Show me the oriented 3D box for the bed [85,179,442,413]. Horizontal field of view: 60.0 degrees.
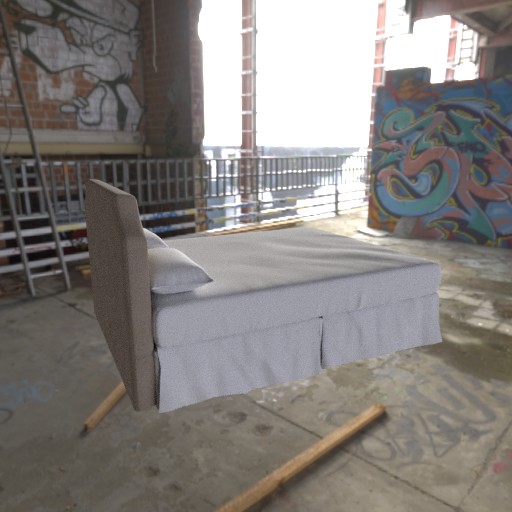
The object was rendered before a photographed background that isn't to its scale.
[{"bbox_3d":[0.000,0.000,3.777,2.498,1.293,1.977,-7,15,-26],"label":"bed"}]
